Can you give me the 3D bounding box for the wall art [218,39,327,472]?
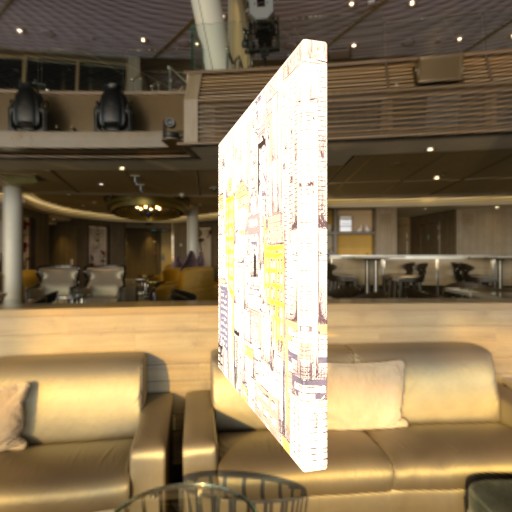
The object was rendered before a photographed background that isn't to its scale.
[{"bbox_3d":[0.000,0.000,0.914,0.038,0.608,0.607,0,0,-16],"label":"wall art"}]
